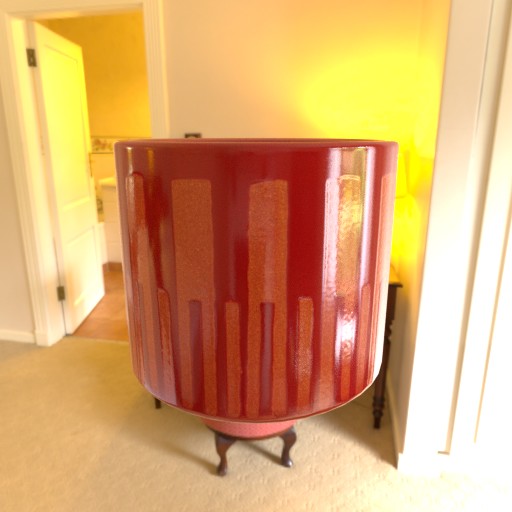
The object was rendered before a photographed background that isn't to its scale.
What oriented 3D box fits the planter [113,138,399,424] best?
[{"bbox_3d":[0.000,0.000,0.398,0.230,0.202,0.230,0,16,0],"label":"planter"}]
